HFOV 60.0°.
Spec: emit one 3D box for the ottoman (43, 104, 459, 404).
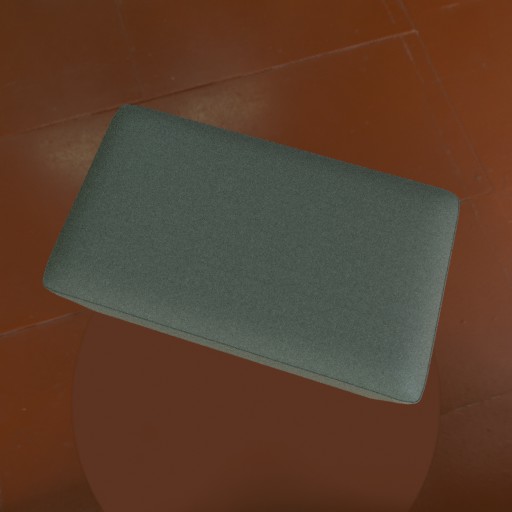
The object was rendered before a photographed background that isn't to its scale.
[{"bbox_3d":[0.000,0.000,1.552,1.173,0.494,0.681,17,75,5],"label":"ottoman"}]
